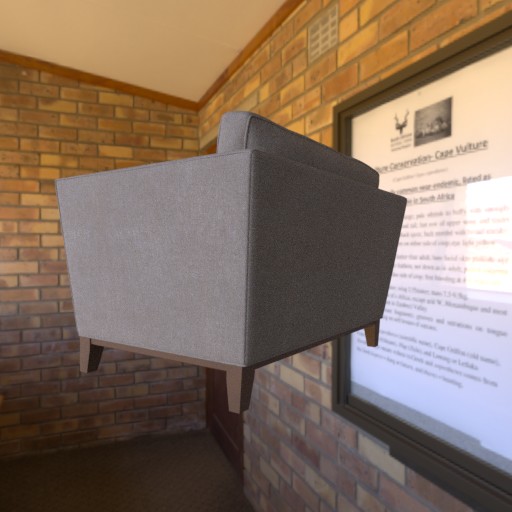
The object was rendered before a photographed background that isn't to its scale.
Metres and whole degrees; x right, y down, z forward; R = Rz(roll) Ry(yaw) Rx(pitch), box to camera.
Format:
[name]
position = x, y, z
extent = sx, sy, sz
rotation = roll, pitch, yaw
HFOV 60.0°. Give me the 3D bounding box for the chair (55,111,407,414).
[chair]
position = 0.000, 0.000, 2.034
extent = 0.965, 0.942, 1.396
rotation = 0, 1, 35
